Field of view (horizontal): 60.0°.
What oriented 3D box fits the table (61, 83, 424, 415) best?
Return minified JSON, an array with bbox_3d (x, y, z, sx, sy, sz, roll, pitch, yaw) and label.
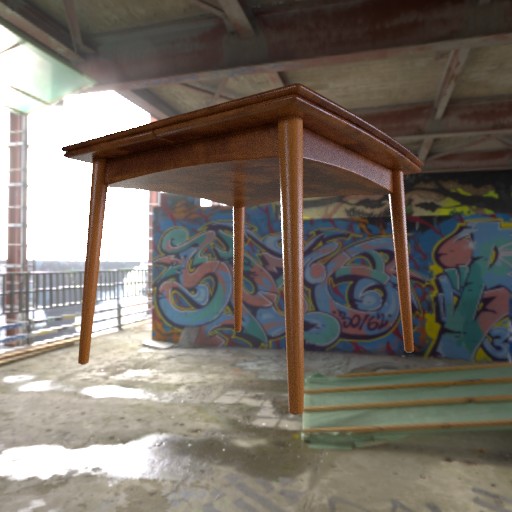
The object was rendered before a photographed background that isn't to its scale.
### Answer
[{"bbox_3d":[0.000,0.000,1.640,0.991,0.754,0.991,0,-1,36],"label":"table"}]
